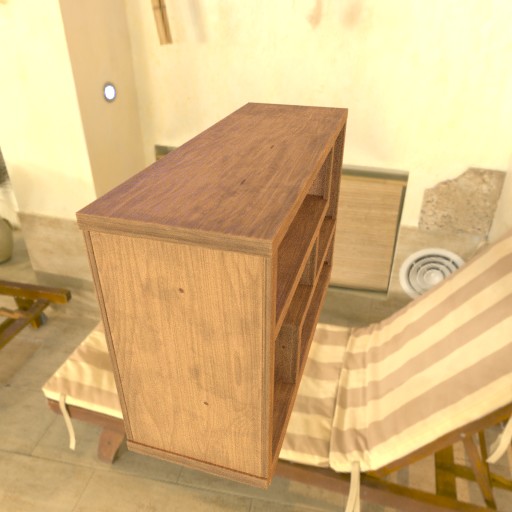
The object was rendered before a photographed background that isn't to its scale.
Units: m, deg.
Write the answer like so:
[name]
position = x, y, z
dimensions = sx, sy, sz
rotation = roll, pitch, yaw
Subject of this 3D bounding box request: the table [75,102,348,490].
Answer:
[table]
position = 0.000, 0.000, 1.507
dimensions = 0.410, 0.771, 1.151
rotation = 9, 31, 15
